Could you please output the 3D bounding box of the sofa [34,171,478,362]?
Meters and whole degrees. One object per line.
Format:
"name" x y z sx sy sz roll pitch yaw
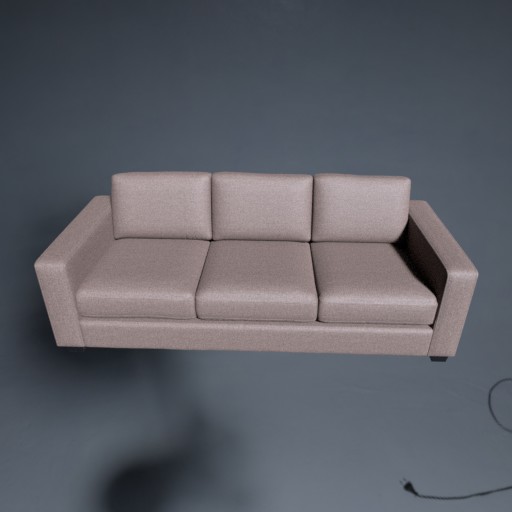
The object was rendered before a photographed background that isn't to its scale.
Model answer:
"sofa" 0.000 0.000 2.593 2.160 0.806 0.900 1 30 2
